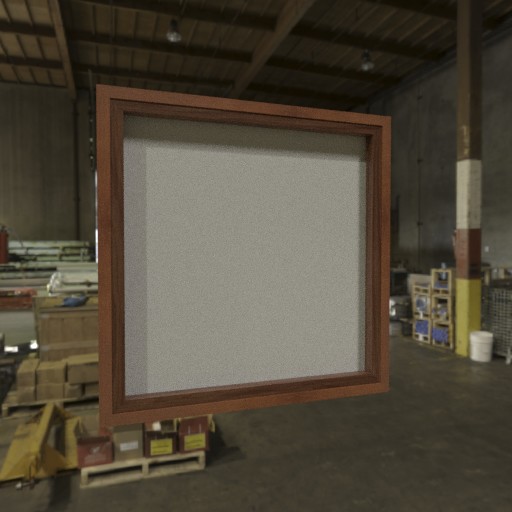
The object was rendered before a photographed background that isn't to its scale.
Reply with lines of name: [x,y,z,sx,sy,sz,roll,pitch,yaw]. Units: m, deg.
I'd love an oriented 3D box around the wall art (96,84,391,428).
wall art: [0.000,0.000,0.600,0.403,0.403,0.035,0,1,-19]
